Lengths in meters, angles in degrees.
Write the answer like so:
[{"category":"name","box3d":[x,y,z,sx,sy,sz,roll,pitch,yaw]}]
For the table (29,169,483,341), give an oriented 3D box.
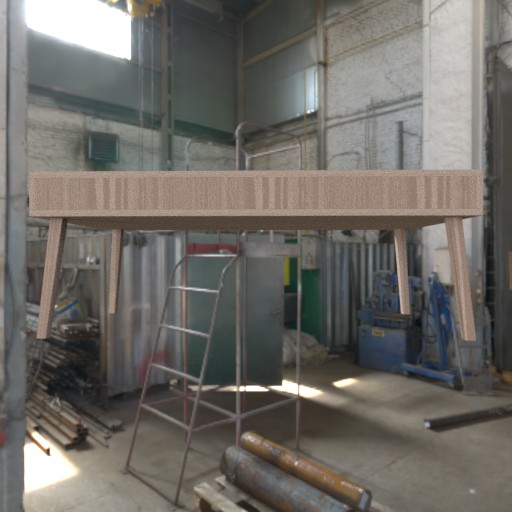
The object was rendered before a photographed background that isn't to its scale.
[{"category":"table","box3d":[0.000,0.000,1.469,1.200,0.450,0.600,0,0,2]}]
